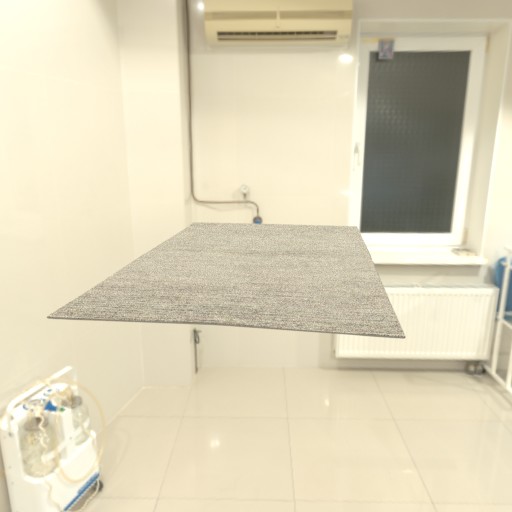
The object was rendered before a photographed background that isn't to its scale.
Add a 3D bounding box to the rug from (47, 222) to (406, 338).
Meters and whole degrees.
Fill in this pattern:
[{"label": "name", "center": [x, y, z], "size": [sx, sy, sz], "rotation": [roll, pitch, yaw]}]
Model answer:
[{"label": "rug", "center": [0.000, 0.000, 2.264], "size": [1.162, 0.022, 1.804], "rotation": [2, 15, 8]}]
